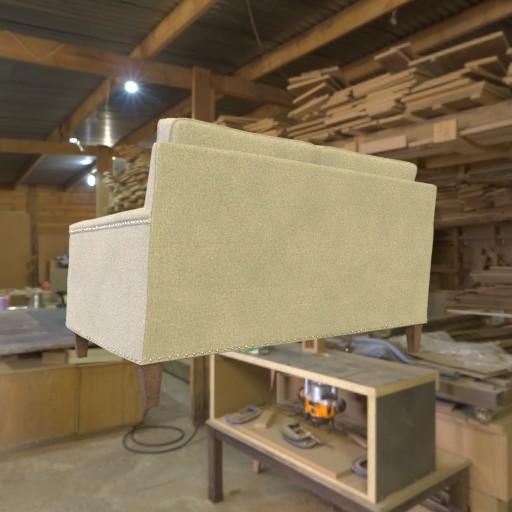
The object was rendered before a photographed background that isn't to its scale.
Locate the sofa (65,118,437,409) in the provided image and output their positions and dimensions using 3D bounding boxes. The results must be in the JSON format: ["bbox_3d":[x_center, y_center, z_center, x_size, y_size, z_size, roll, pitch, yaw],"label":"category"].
[{"bbox_3d":[0.000,0.000,2.231,1.597,1.003,1.084,0,0,-35],"label":"sofa"}]
